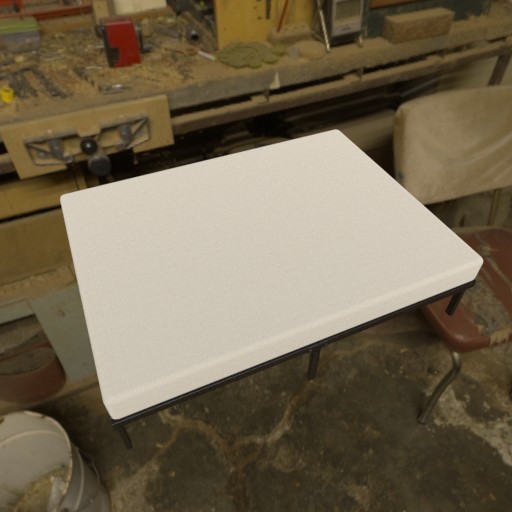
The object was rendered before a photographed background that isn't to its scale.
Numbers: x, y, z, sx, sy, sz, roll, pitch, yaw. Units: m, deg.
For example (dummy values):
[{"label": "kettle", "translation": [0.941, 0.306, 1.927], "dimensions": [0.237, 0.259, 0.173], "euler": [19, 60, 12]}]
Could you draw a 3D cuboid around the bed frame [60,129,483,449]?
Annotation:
[{"label": "bed frame", "translation": [0.000, 0.000, 3.553], "dimensions": [2.635, 0.680, 1.990], "euler": [-17, 48, -17]}]
